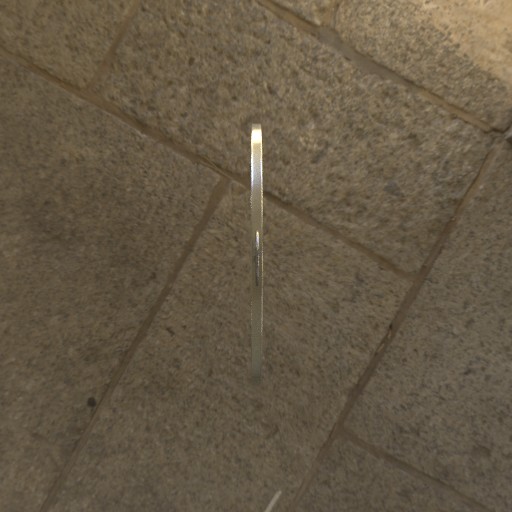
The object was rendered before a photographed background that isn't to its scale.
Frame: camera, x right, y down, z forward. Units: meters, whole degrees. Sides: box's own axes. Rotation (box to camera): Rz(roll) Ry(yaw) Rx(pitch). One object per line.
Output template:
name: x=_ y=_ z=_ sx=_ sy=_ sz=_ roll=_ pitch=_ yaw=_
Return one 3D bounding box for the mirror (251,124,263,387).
mirror: x=0.000 y=0.000 z=0.983 sx=0.020 sy=0.713 sz=0.594 roll=0 pitch=91 yaw=0
